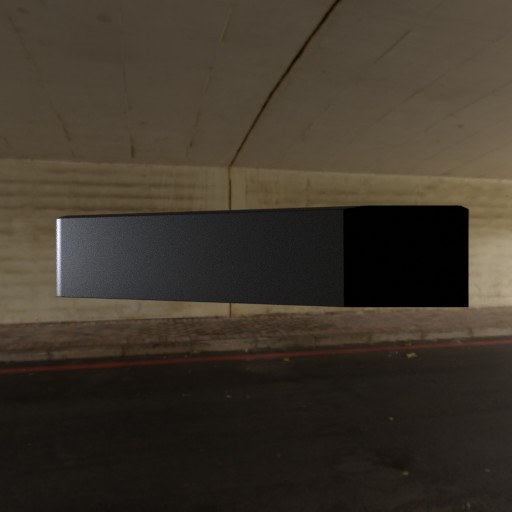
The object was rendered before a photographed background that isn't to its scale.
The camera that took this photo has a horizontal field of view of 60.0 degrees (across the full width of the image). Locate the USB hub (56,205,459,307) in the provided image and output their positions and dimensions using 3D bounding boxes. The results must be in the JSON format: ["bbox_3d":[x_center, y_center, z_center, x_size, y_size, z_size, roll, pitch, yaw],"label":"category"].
[{"bbox_3d":[0.000,0.000,0.130,0.110,0.023,0.044,0,0,18],"label":"USB hub"}]
